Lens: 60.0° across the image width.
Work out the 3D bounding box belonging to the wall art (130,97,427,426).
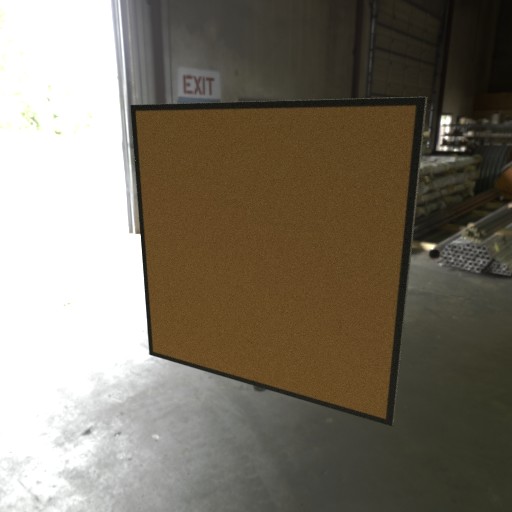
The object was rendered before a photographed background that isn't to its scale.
[{"bbox_3d":[0.000,0.000,1.219,0.805,0.803,0.022,8,18,26],"label":"wall art"}]
